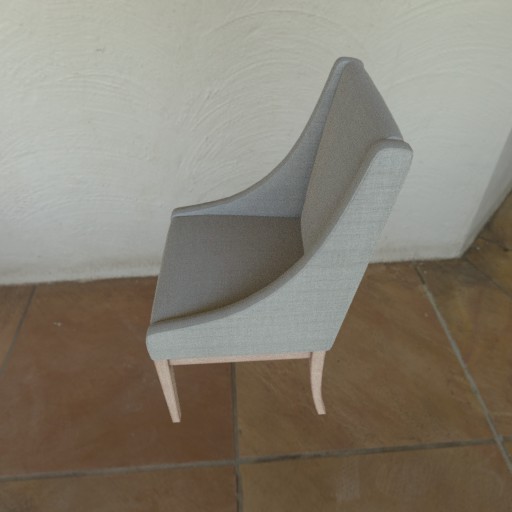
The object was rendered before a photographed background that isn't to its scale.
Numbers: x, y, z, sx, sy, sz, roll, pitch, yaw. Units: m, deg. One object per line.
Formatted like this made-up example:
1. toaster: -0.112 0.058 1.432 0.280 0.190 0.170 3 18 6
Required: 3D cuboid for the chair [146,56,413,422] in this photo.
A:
1. chair: 0.000 0.000 1.372 0.611 1.021 0.575 -1 42 -1
